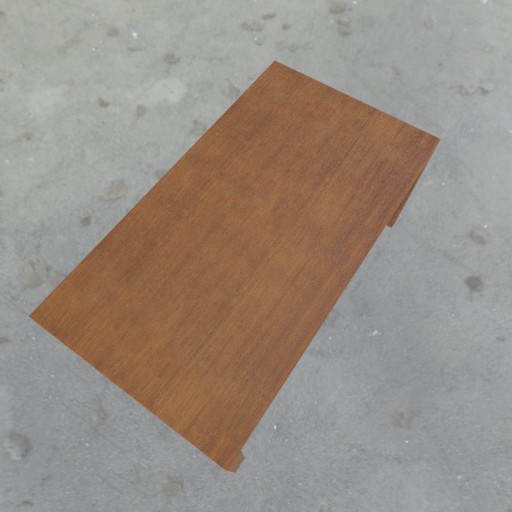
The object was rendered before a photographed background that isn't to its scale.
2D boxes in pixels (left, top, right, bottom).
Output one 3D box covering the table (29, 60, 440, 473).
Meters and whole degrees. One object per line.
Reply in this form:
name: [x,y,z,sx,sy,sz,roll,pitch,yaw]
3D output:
table: [0.000,0.000,1.293,0.549,0.419,1.000,32,68,15]
